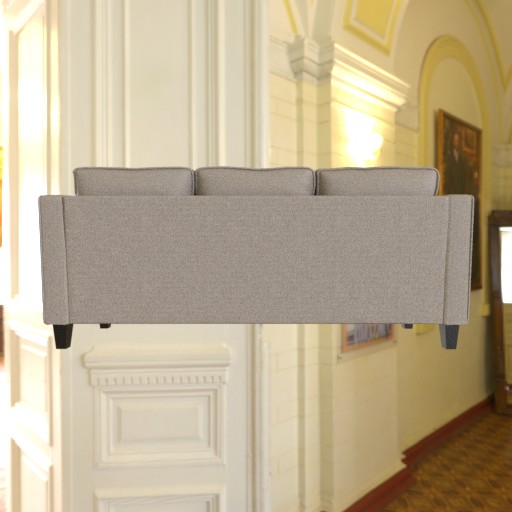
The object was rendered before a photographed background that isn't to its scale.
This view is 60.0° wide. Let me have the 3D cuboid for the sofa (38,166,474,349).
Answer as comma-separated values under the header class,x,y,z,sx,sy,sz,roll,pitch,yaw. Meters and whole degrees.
class,x,y,z,sx,sy,sz,roll,pitch,yaw
sofa,0.000,0.000,2.601,2.129,0.950,0.899,0,0,0
